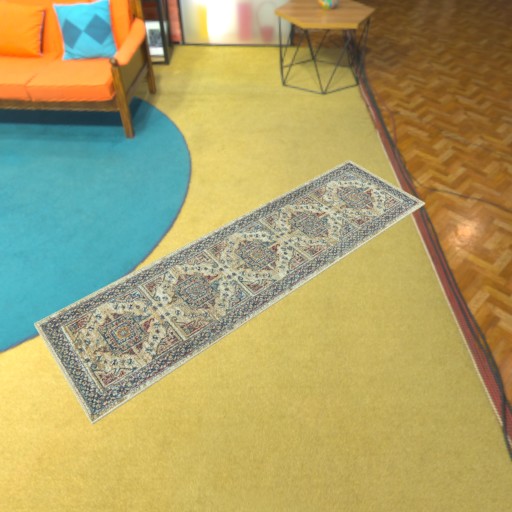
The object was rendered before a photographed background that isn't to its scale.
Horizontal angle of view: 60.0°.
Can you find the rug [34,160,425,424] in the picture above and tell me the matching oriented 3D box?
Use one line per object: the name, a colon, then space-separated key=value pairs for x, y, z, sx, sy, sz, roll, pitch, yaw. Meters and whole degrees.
rug: x=0.000 y=0.000 z=2.525 sx=2.297 sy=0.013 sz=0.661 roll=-30 pitch=52 yaw=-27
